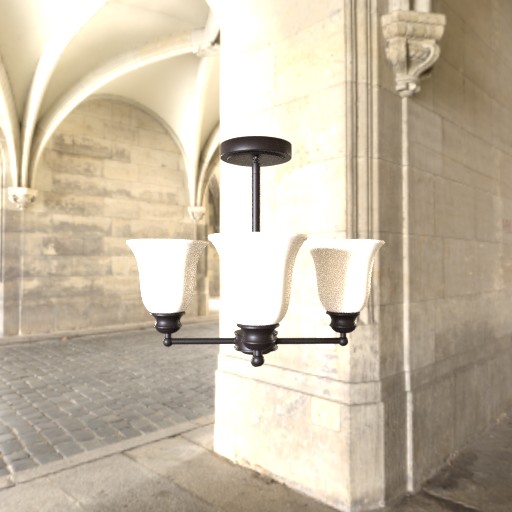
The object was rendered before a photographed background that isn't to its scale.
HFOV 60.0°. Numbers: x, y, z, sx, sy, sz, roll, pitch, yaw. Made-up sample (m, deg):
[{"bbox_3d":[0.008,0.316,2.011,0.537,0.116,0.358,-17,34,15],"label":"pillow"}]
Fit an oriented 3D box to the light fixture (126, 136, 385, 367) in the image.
[{"bbox_3d":[0.000,0.000,1.856,1.069,0.925,1.069,0,-1,-1],"label":"light fixture"}]
